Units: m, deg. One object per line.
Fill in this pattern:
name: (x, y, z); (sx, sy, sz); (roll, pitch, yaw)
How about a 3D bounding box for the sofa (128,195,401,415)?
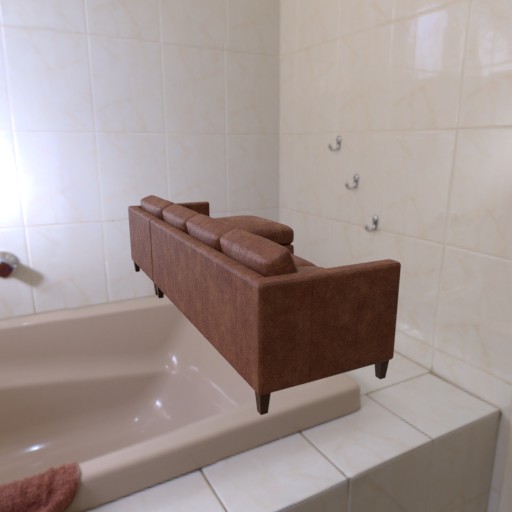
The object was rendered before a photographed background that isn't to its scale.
sofa: (0.000, 0.000, 3.952); (1.581, 0.883, 3.203); (-7, 16, -26)
